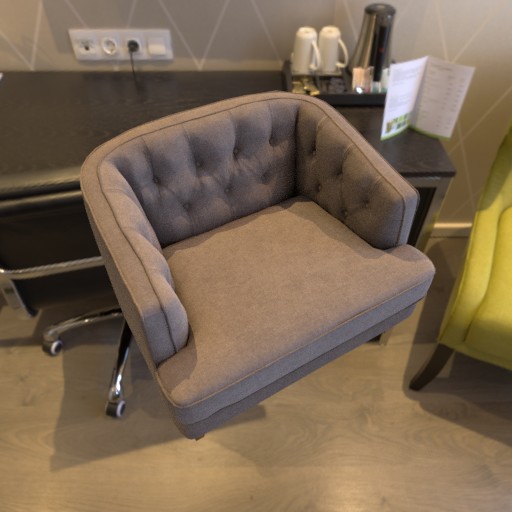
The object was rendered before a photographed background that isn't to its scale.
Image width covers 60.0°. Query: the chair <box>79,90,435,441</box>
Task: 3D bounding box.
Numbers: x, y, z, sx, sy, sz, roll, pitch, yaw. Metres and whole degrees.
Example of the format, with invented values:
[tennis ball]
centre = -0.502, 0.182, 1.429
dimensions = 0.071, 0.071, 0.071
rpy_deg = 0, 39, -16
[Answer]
[chair]
centre = 0.000, 0.000, 1.763
dimensions = 1.104, 0.852, 0.941
rpy_deg = -23, 51, -21
